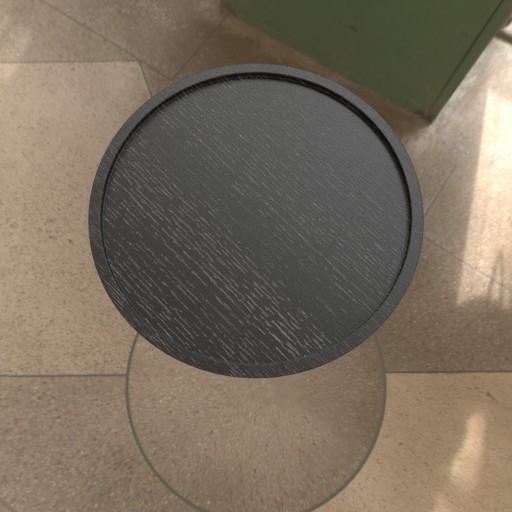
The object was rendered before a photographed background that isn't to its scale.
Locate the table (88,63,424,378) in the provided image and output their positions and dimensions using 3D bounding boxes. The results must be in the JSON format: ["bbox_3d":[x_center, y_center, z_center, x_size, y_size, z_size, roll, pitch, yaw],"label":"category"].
[{"bbox_3d":[0.000,0.000,0.750,0.399,0.460,0.399,0,75,0],"label":"table"}]
